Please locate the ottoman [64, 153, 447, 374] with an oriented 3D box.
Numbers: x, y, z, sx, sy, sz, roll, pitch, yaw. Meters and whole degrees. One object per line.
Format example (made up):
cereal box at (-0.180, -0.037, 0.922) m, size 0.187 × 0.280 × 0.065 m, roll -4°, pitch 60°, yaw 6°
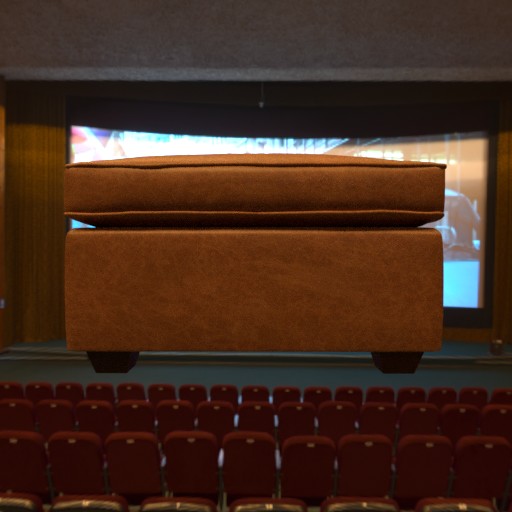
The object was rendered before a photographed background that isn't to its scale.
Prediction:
ottoman at (0.000, 0.000, 1.114) m, size 0.756 × 0.468 × 0.554 m, roll 0°, pitch 1°, yaw 0°
